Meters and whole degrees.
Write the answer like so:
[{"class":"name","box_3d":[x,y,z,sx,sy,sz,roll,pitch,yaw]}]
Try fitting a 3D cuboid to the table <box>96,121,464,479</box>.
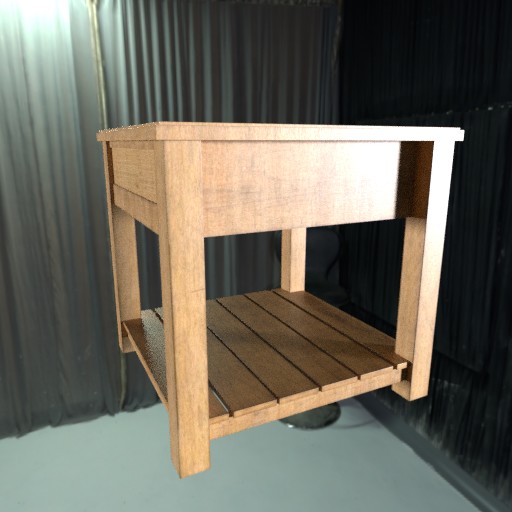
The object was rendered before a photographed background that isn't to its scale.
[{"class":"table","box_3d":[0.000,0.000,1.081,0.616,0.593,0.612,-7,16,-26]}]
